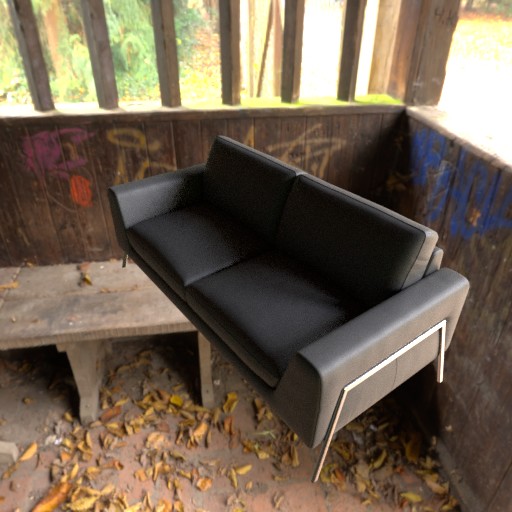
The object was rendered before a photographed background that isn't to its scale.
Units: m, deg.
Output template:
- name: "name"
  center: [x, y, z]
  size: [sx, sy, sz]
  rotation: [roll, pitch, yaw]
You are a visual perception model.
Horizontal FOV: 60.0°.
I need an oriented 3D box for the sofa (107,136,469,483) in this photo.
- name: "sofa"
  center: [0.000, 0.000, 2.529]
  size: [0.953, 0.875, 2.017]
  rotation: [-22, 39, -30]
